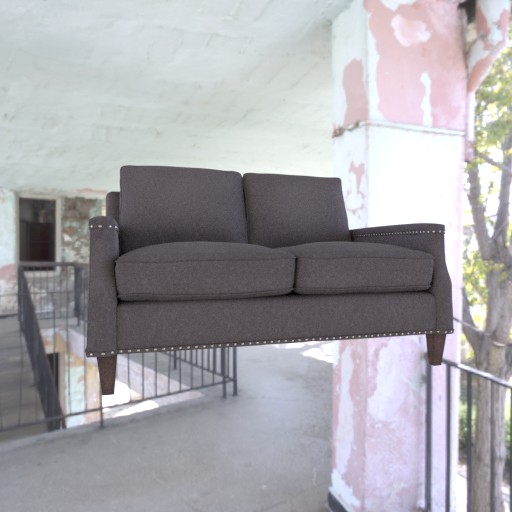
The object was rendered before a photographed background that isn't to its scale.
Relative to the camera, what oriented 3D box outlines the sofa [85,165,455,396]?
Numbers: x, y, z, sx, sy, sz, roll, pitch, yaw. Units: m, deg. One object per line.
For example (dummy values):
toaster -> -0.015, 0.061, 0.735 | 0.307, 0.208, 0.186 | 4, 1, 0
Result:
sofa -> 0.000, 0.000, 2.292 | 1.597, 1.003, 1.084 | 0, 1, -17
